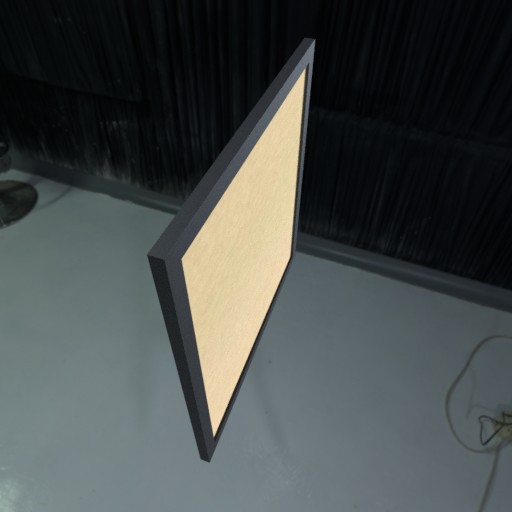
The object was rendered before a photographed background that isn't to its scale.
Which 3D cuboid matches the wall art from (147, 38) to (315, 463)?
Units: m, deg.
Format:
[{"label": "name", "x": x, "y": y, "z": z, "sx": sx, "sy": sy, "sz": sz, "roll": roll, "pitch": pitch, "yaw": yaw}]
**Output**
[{"label": "wall art", "x": 0.000, "y": 0.000, "z": 0.513, "sx": 0.012, "sy": 0.357, "sz": 0.358, "roll": 15, "pitch": 49, "yaw": 13}]
